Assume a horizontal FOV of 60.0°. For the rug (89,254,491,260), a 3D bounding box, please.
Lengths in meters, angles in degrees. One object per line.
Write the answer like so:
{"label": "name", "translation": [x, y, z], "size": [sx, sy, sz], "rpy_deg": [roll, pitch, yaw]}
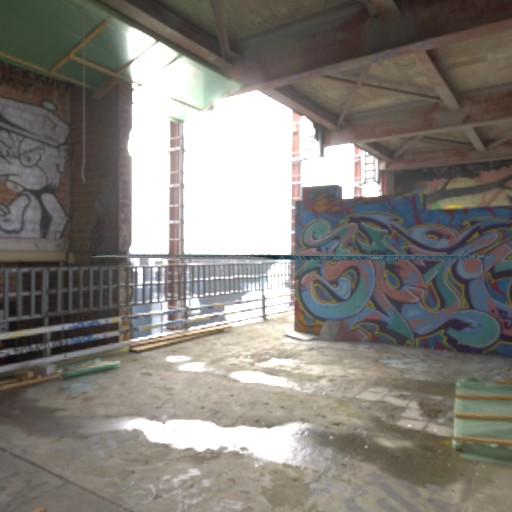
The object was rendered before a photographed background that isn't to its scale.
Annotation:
{"label": "rug", "translation": [0.000, 0.000, 2.174], "size": [1.136, 0.017, 1.728], "rpy_deg": [0, 0, -36]}
